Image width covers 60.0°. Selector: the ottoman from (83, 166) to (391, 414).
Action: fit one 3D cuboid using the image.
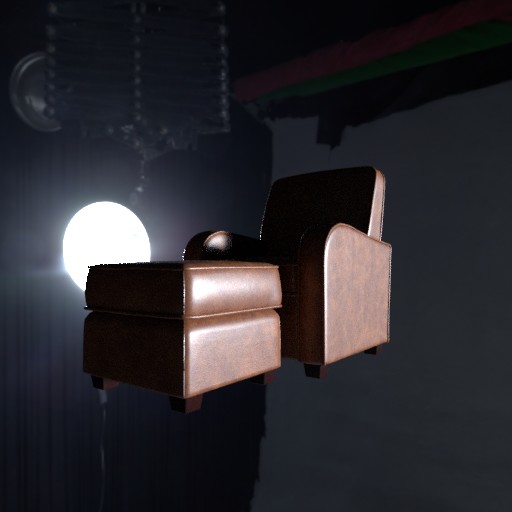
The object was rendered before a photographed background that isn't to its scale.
[{"bbox_3d":[0.000,0.000,1.869,0.732,0.904,1.314,-1,-1,37],"label":"ottoman"}]
